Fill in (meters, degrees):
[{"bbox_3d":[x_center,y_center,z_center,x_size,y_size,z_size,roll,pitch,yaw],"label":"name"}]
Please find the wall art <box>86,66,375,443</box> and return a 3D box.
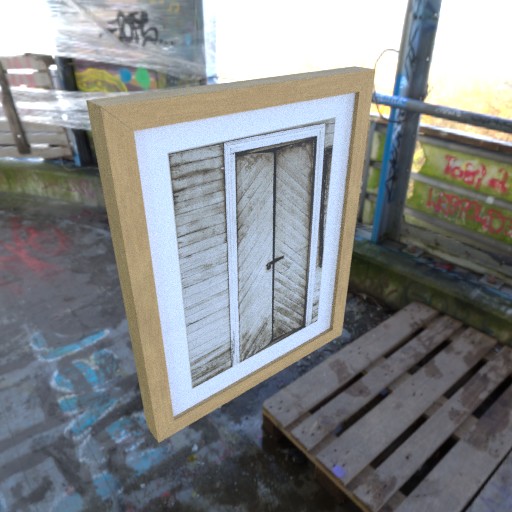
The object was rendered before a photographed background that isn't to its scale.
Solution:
[{"bbox_3d":[0.000,0.000,0.513,0.312,0.380,0.030,-22,37,-32],"label":"wall art"}]
